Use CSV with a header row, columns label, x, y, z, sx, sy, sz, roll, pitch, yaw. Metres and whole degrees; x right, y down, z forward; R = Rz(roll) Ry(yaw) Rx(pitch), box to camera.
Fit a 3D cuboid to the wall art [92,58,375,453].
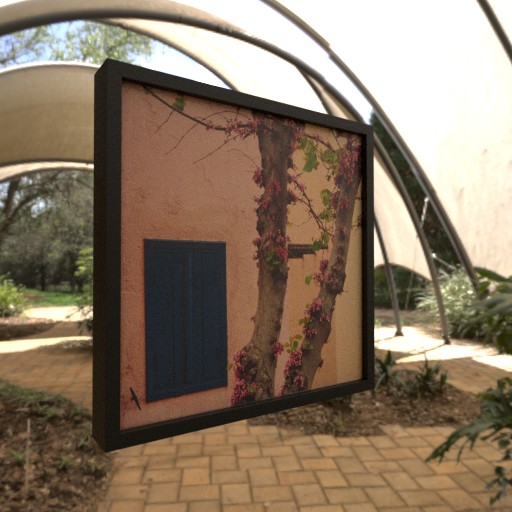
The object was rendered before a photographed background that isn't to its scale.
label,x,y,z,sx,sy,sz,roll,pitch,yaw
wall art,0.000,0.000,0.442,0.305,0.304,0.038,1,-1,-34
